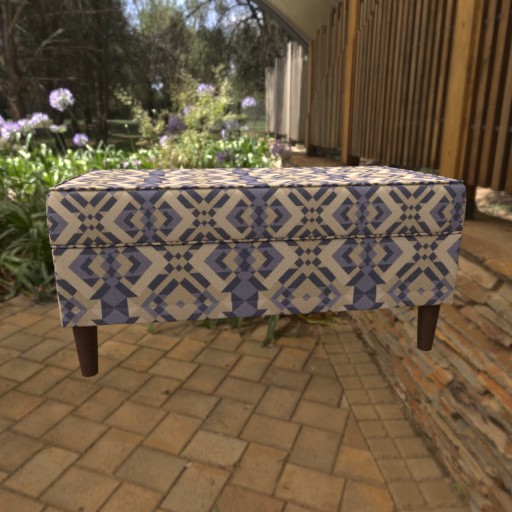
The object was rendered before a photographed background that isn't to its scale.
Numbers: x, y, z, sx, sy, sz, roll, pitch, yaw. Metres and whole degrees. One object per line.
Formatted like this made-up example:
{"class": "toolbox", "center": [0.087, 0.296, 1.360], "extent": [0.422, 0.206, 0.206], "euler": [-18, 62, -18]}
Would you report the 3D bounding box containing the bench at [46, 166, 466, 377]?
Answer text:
{"class": "bench", "center": [0.000, 0.000, 1.310], "extent": [1.016, 0.477, 0.492], "euler": [-2, 16, -8]}
